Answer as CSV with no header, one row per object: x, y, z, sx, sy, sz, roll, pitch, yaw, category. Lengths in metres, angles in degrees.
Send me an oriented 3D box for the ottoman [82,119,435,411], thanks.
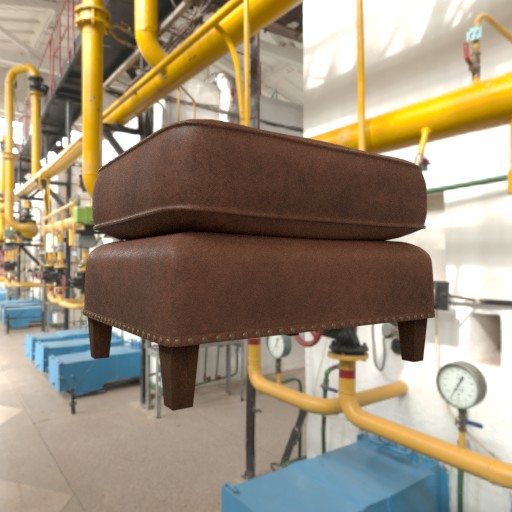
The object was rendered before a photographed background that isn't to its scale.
0.000,0.000,1.155,0.738,0.537,0.589,1,-1,-34,ottoman
